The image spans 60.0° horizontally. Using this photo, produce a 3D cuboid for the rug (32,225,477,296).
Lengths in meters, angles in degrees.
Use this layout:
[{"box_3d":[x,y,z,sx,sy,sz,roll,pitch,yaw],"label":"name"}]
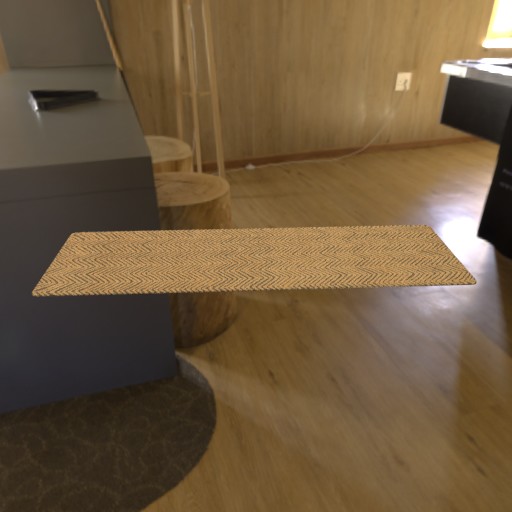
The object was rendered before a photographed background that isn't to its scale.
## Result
[{"box_3d":[0.000,0.000,2.549,2.286,0.008,0.686,-1,30,-2],"label":"rug"}]
